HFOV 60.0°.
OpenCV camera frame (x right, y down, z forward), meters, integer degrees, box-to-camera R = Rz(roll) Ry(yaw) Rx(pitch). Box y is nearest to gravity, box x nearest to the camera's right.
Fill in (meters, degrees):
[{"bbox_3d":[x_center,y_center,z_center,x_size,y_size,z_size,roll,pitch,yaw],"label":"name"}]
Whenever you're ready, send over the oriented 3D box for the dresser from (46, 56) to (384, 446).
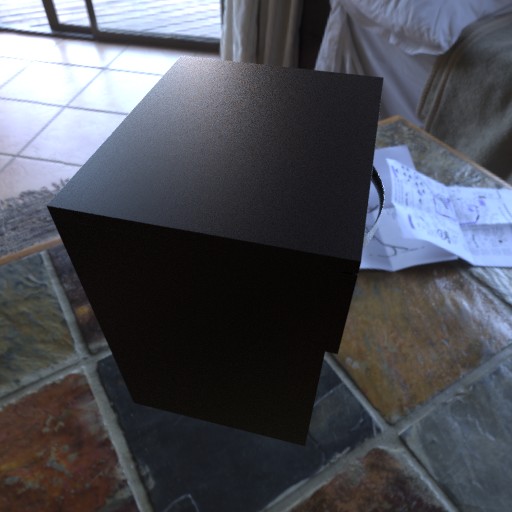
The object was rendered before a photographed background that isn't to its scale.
[{"bbox_3d":[0.000,0.000,0.746,0.360,0.470,0.400,10,47,10],"label":"dresser"}]
